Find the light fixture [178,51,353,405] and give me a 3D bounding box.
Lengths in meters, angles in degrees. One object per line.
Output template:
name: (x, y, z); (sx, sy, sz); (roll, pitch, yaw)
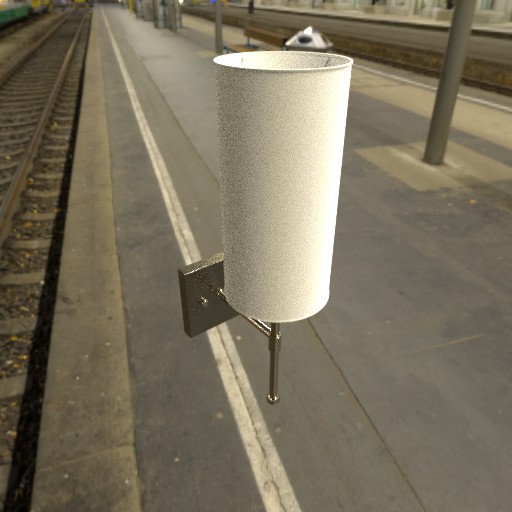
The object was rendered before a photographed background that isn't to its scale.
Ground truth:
light fixture: (0.000, 0.000, 0.556); (0.128, 0.462, 0.208); (-22, 37, -32)
